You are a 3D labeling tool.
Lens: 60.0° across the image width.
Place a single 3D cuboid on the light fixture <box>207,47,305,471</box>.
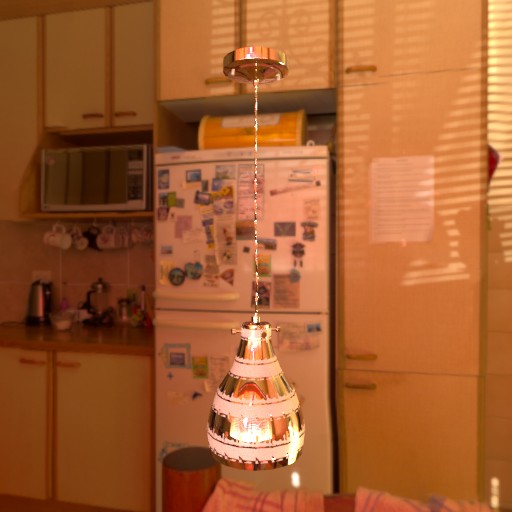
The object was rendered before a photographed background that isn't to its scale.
[{"bbox_3d":[0.000,0.000,1.675,0.374,1.457,0.374,0,1,-18],"label":"light fixture"}]
